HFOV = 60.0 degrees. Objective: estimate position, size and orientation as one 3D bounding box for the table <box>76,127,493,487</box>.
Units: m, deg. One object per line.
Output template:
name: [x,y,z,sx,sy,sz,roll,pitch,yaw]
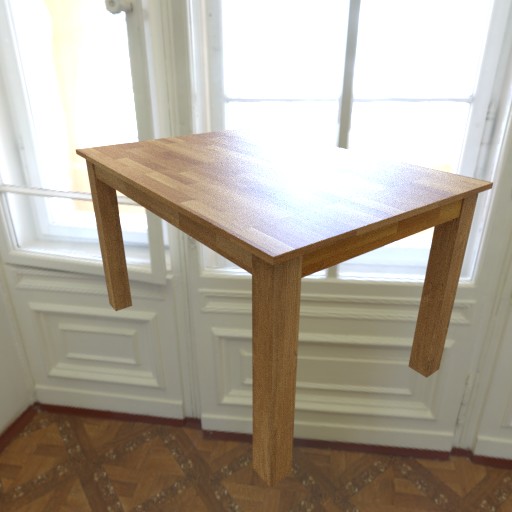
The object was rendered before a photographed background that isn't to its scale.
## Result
table: [0.000,0.000,1.786,0.900,0.750,1.300,-18,31,-33]
